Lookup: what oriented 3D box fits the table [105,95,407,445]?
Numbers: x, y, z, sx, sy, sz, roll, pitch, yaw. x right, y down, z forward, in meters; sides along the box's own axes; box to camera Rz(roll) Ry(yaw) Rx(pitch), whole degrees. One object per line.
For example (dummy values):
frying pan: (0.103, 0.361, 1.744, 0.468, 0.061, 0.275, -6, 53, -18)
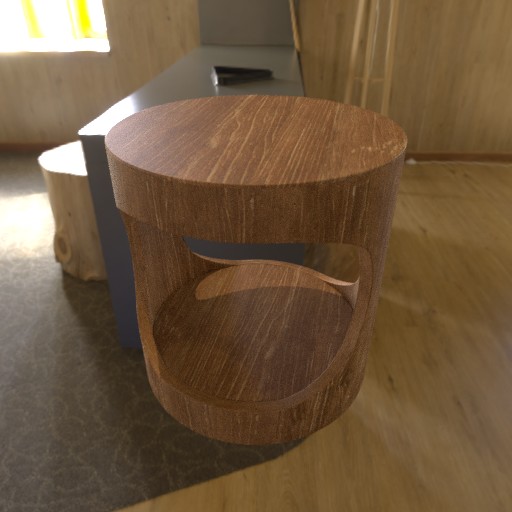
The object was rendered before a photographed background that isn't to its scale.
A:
table: (0.000, 0.000, 0.949, 0.527, 0.551, 0.527, 0, 32, 0)
